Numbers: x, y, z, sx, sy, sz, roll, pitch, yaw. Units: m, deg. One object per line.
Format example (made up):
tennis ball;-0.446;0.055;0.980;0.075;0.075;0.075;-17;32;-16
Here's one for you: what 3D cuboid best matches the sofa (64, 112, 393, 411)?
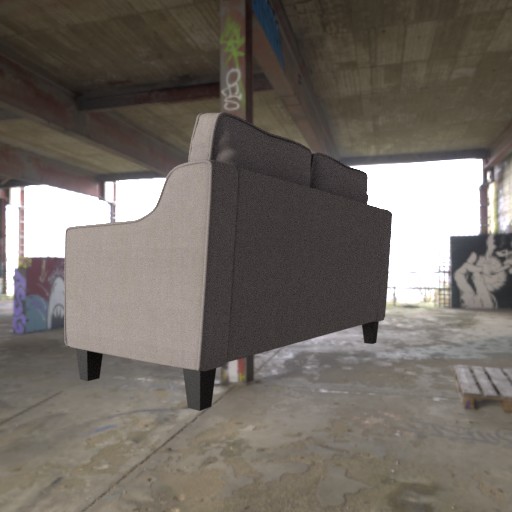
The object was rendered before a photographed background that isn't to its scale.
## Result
sofa;0.000;0.000;2.076;0.791;0.948;1.500;-1;-1;36
